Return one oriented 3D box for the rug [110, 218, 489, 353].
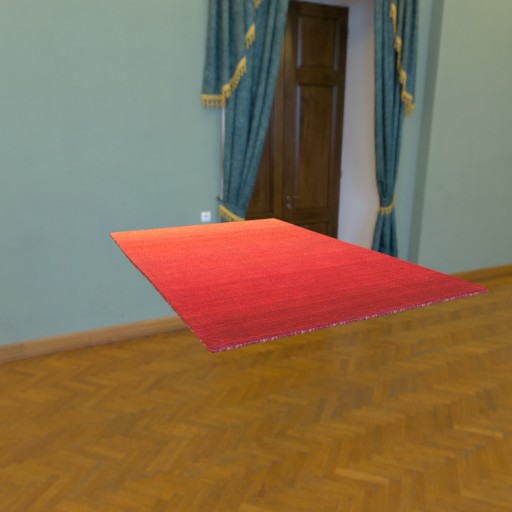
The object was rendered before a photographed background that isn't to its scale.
[{"bbox_3d":[0.000,0.000,2.342,1.230,0.018,1.835,-7,17,-26],"label":"rug"}]
